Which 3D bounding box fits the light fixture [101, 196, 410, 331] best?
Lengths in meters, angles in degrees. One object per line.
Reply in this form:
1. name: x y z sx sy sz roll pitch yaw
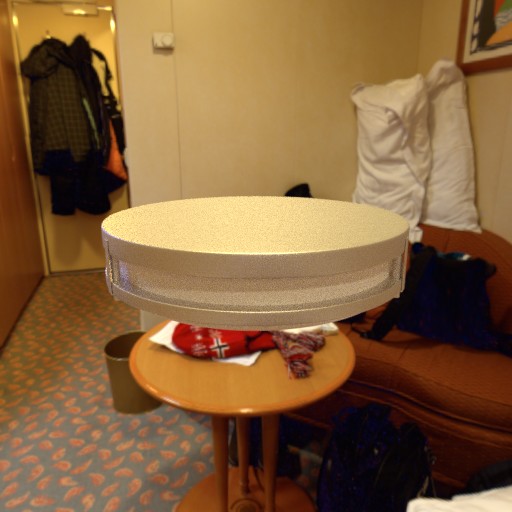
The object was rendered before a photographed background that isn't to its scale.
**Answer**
1. light fixture: 0.000 0.000 0.550 0.356 0.102 0.356 0 15 0
